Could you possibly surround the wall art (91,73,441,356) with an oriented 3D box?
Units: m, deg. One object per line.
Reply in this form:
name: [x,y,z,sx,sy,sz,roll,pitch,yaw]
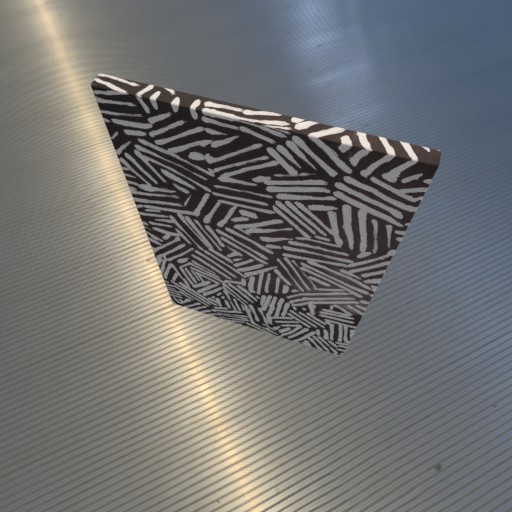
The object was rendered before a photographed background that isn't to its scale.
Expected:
wall art: [0.000,0.000,1.142,0.615,0.918,0.035,16,60,9]
